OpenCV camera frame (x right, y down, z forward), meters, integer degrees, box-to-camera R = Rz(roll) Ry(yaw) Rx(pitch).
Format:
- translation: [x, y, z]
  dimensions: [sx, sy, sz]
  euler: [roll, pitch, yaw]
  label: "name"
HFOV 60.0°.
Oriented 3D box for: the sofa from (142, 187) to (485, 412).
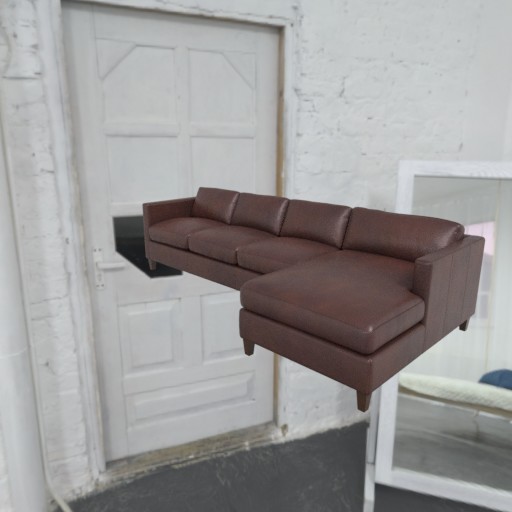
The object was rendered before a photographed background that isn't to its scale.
- translation: [0.000, 0.000, 3.875]
  dimensions: [3.203, 0.883, 1.581]
  euler: [15, 22, 43]
  label: "sofa"
